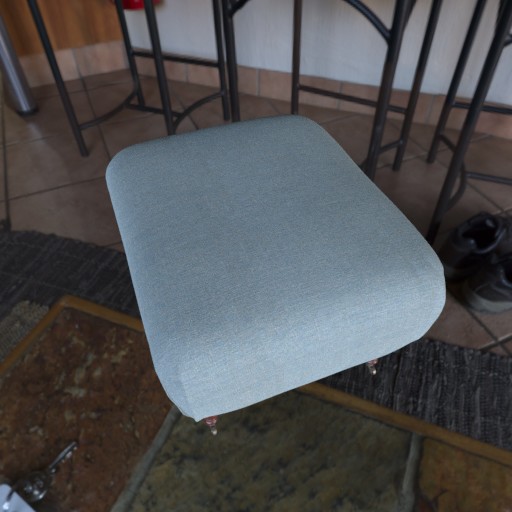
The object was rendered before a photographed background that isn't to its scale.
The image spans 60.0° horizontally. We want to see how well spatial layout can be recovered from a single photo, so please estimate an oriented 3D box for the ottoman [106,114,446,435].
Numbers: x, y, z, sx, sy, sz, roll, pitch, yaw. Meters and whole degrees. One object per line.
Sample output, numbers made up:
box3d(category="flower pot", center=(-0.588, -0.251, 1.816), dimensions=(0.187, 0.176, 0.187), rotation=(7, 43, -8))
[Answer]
box3d(category="ottoman", center=(0.000, 0.000, 1.147), dimensions=(0.622, 0.450, 0.747), rotation=(-16, 48, -14))
